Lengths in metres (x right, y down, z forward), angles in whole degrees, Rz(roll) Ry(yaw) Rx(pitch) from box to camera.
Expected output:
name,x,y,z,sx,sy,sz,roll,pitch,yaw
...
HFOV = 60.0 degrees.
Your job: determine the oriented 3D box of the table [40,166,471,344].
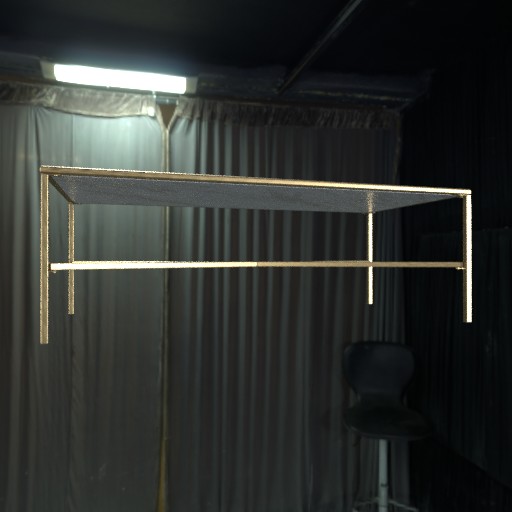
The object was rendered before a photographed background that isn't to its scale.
name,x,y,z,sx,sy,sz,roll,pitch,yaw
table,0.000,0.000,1.452,1.197,0.405,0.577,0,0,-17
